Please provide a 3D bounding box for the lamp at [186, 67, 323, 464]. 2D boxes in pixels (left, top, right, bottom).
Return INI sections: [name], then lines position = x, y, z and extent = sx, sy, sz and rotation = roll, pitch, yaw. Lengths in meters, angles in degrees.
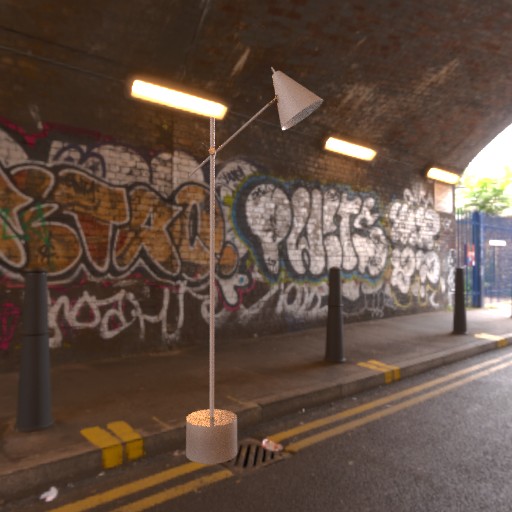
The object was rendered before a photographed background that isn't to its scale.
[lamp]
position = 0.000, 0.000, 1.647
extent = 0.508, 1.430, 0.223
rotation = 0, -1, -2
